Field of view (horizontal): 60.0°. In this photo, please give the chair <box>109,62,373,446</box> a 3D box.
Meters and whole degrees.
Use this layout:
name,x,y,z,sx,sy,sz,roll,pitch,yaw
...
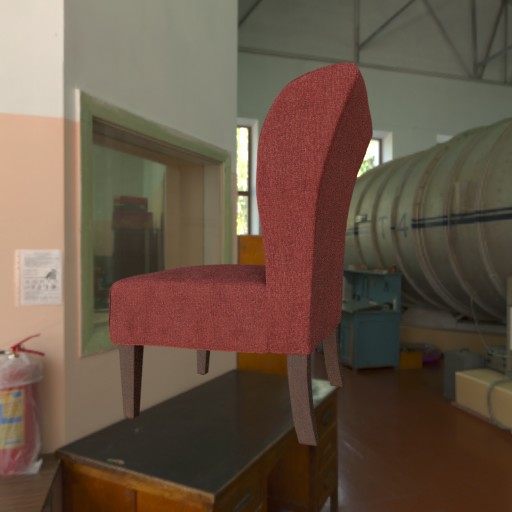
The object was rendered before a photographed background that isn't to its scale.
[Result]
name,x,y,z,sx,sy,sz,roll,pitch,yaw
chair,0.000,0.000,1.281,0.640,0.846,0.538,0,0,19
